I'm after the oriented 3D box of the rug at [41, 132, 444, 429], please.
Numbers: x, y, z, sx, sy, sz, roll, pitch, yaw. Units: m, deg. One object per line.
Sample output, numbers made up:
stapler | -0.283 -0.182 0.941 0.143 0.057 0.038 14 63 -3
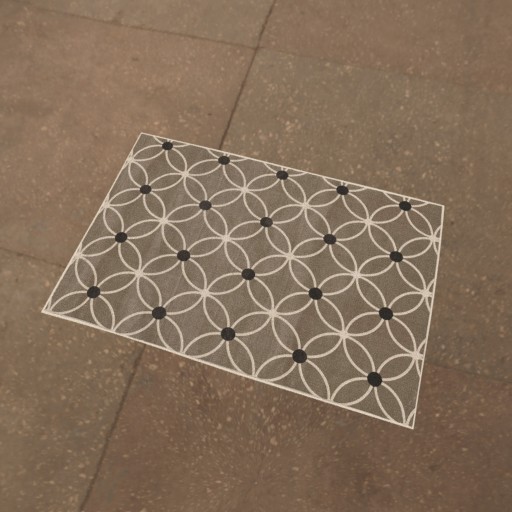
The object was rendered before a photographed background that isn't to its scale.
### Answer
rug | 0.000 0.000 2.887 2.284 0.008 1.522 15 64 8
